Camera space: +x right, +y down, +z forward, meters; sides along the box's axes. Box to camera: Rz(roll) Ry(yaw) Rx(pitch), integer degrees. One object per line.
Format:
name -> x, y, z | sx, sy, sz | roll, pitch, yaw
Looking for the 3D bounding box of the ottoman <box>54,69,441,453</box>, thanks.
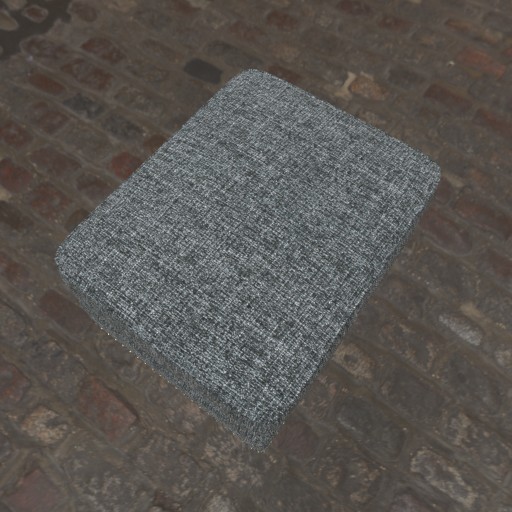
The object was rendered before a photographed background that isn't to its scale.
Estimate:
ottoman -> 0.000, 0.000, 1.137 | 0.589, 0.537, 0.738 | 33, 69, 15
